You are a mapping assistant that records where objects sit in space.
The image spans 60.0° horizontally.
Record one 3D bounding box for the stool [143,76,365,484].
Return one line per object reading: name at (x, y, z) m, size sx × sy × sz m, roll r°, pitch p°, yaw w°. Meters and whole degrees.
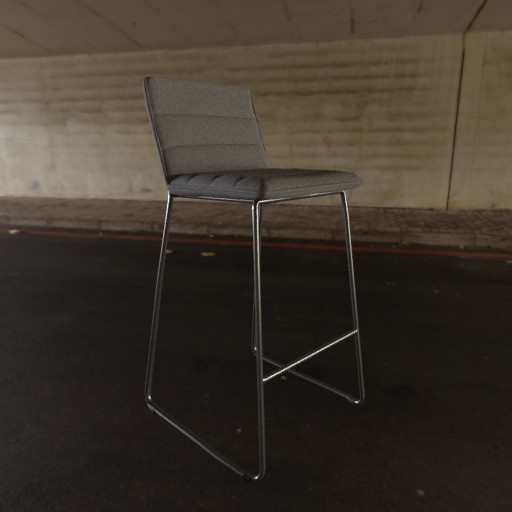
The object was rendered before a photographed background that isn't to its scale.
stool at (0.000, 0.000, 1.247) m, size 0.490 × 0.960 × 0.490 m, roll 14°, pitch 20°, yaw 43°
